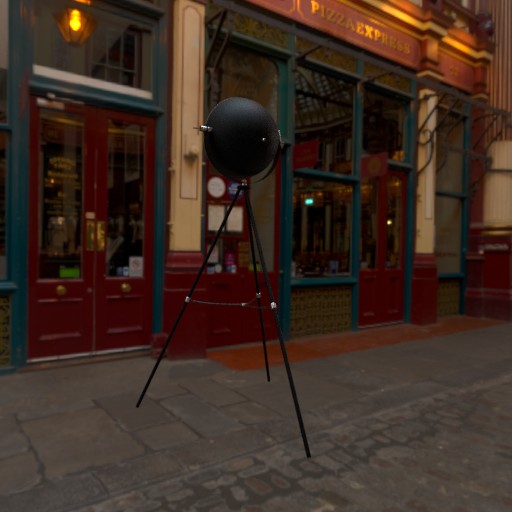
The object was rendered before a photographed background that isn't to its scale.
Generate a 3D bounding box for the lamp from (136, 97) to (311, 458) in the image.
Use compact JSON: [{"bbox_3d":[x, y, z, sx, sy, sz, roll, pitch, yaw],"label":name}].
[{"bbox_3d":[0.000,0.000,2.075,0.817,1.512,0.920,0,0,-36],"label":"lamp"}]
